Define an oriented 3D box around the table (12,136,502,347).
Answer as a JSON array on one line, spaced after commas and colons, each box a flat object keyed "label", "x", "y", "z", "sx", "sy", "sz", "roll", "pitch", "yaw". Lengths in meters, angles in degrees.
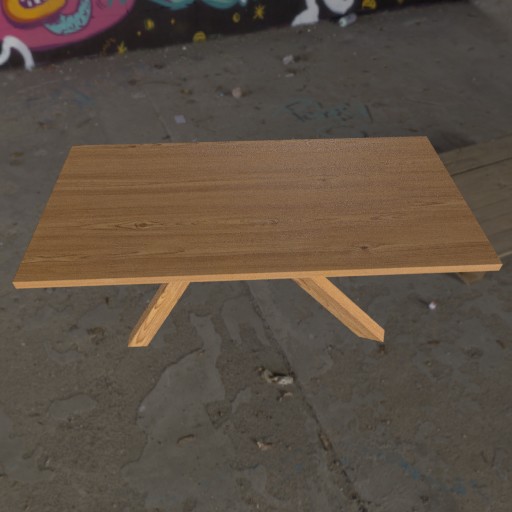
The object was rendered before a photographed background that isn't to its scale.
[{"label": "table", "x": 0.000, "y": 0.000, "z": 2.202, "sx": 1.797, "sy": 0.750, "sz": 0.901, "roll": -2, "pitch": 46, "yaw": -2}]
